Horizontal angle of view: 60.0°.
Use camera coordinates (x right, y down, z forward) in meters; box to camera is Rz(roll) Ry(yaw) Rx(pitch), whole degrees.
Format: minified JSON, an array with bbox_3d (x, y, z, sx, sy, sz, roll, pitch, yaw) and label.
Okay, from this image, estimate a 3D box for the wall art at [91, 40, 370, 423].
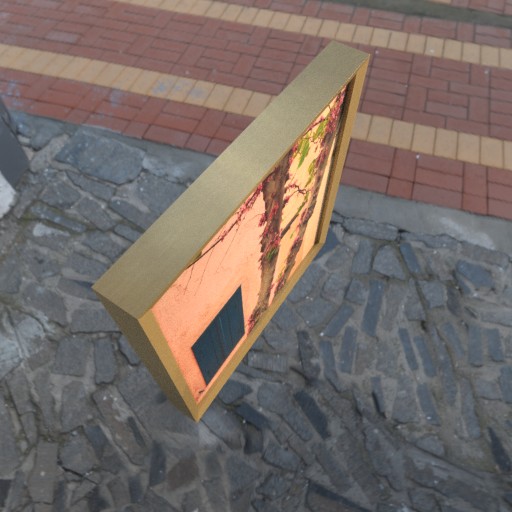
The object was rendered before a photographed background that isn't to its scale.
[{"bbox_3d":[0.000,0.000,0.461,0.038,0.305,0.304,30,63,17],"label":"wall art"}]
